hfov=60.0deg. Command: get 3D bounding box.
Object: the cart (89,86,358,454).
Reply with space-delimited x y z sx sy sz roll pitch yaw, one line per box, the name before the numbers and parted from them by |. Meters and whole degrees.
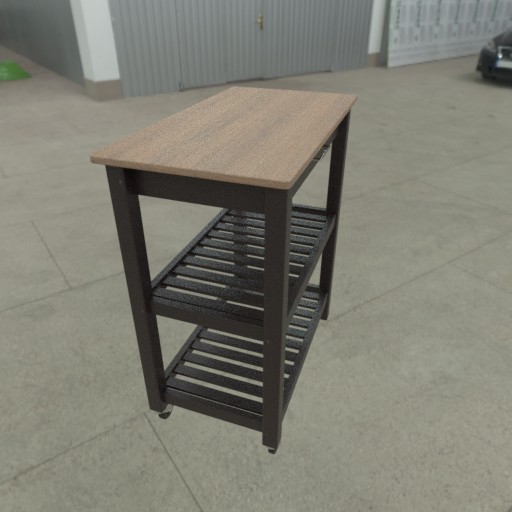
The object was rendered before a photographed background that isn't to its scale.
cart | 0.000 0.000 1.495 0.457 0.927 0.899 11 33 17
